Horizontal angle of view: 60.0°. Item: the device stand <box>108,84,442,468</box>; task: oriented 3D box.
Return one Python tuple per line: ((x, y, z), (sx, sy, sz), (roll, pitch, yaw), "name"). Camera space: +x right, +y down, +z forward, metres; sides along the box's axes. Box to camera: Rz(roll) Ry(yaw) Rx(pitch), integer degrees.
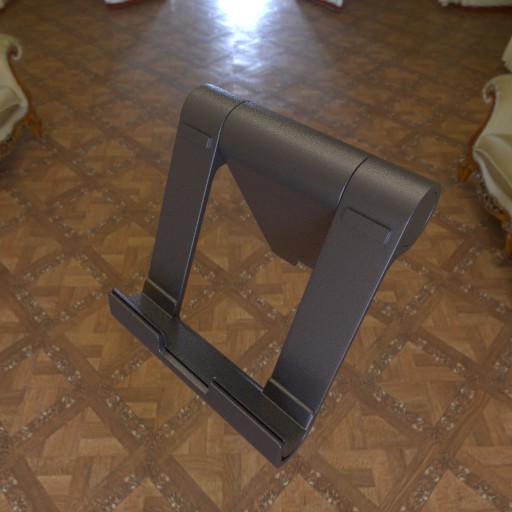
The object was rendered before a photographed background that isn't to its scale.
((0.000, 0.000, 0.154), (0.088, 0.084, 0.079), (33, 54, 28), "device stand")
